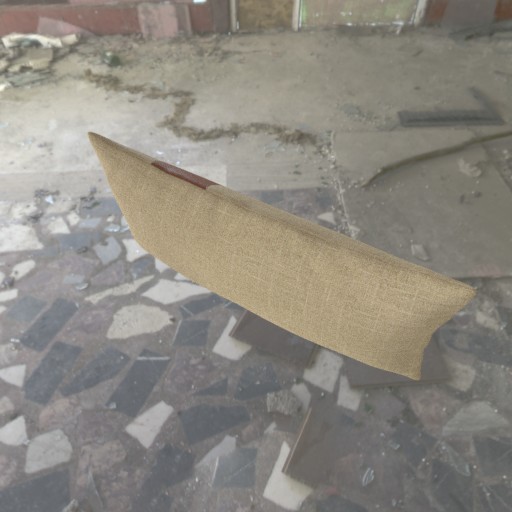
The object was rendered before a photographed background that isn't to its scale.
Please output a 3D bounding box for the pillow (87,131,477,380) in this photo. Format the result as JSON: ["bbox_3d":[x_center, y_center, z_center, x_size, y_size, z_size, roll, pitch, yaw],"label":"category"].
[{"bbox_3d":[0.000,0.000,0.721,0.612,0.282,0.155,25,52,21],"label":"pillow"}]
